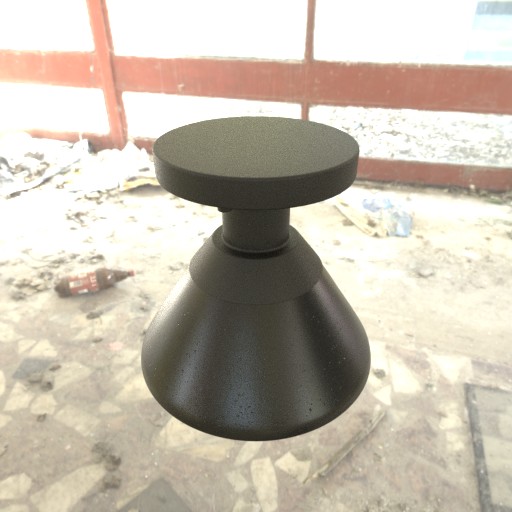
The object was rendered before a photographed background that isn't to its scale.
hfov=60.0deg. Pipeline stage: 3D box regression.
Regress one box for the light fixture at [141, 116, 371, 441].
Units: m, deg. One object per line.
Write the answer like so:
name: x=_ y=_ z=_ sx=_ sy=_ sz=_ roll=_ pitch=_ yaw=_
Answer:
light fixture: x=0.000 y=0.000 z=0.349 sx=0.200 sy=0.183 sz=0.200 roll=0 pitch=31 yaw=0
